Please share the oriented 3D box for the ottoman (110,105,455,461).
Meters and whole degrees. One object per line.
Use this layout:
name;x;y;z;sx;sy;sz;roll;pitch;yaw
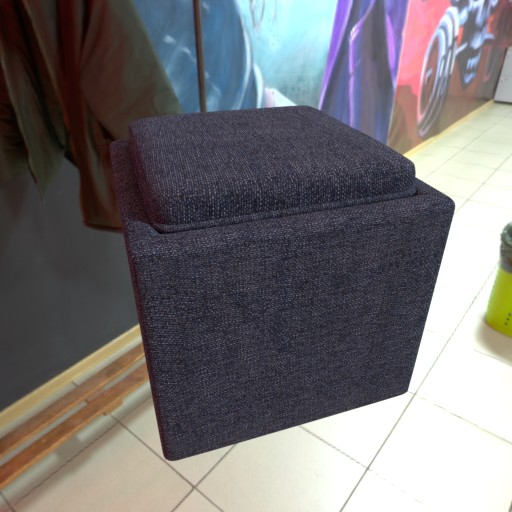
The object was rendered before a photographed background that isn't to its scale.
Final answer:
ottoman;0.000;0.000;0.820;0.450;0.460;0.450;-10;33;-16
